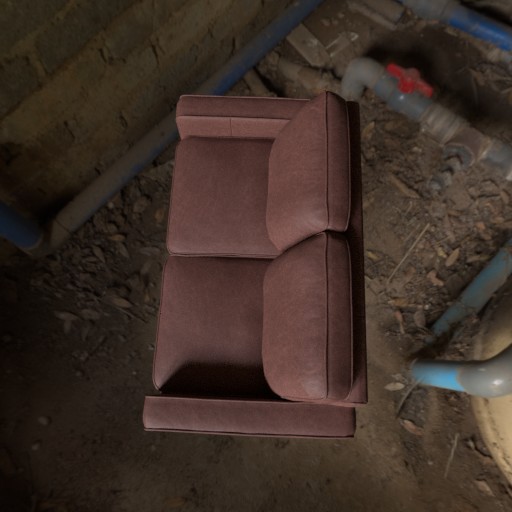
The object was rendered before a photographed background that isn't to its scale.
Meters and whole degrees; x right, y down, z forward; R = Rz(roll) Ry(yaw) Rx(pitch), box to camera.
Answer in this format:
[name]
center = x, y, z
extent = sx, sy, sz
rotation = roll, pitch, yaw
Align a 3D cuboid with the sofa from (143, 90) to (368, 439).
[sofa]
center = 0.000, 0.000, 2.274
extent = 0.947, 0.918, 1.709
rotation = 2, 73, 1
